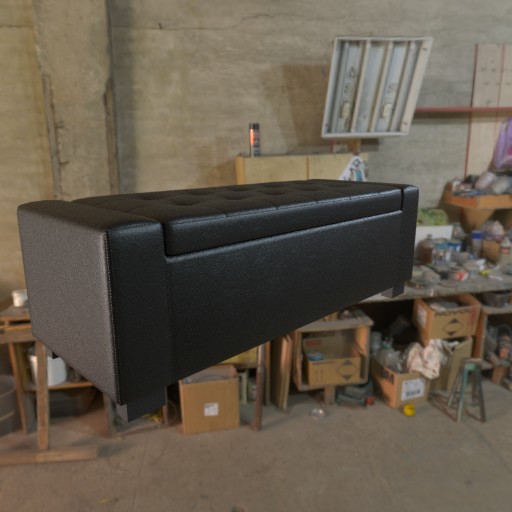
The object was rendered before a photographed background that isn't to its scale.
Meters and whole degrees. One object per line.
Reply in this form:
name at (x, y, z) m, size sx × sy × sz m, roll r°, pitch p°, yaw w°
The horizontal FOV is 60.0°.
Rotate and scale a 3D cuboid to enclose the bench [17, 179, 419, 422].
bench at (0.000, 0.000, 1.484) m, size 1.296 × 0.445 × 0.508 m, roll -13°, pitch 19°, yaw -43°
